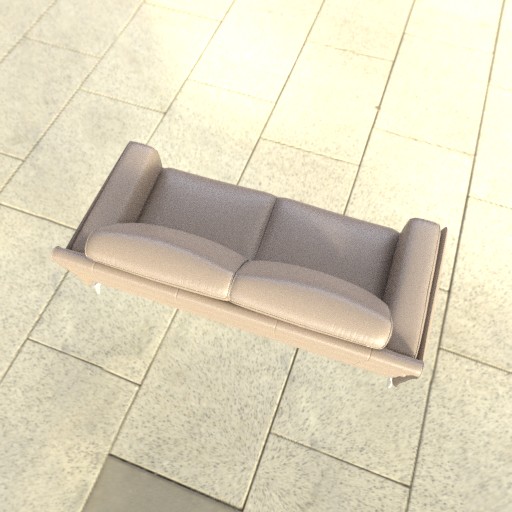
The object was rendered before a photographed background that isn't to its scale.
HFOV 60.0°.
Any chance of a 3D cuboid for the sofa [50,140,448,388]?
[{"bbox_3d":[0.000,0.000,2.665,2.101,0.930,1.049,16,65,8],"label":"sofa"}]
